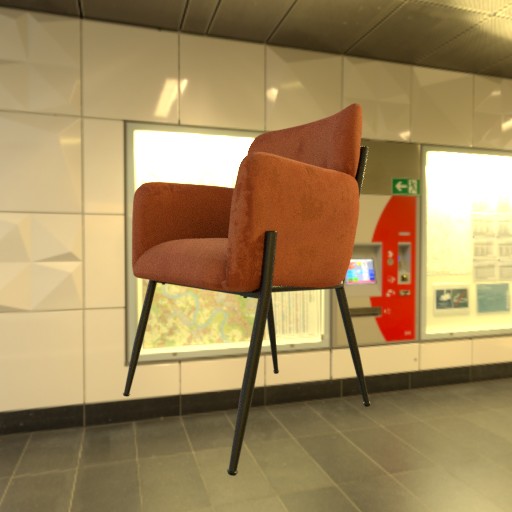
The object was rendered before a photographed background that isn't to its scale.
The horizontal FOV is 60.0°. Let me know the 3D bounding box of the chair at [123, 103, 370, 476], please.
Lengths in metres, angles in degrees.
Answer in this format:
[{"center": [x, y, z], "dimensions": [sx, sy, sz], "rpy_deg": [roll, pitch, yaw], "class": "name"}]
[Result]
[{"center": [0.000, 0.000, 1.145], "dimensions": [0.523, 0.772, 0.561], "rpy_deg": [-1, 2, -37], "class": "chair"}]
